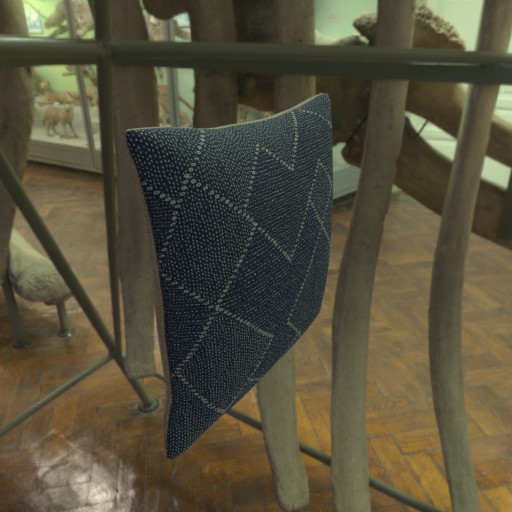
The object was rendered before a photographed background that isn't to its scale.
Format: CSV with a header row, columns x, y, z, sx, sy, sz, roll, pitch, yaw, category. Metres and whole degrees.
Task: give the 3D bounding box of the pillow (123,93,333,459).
x,y,z,sx,sy,sz,roll,pitch,yaw,category
0.000,0.000,0.662,0.148,0.428,0.435,16,30,30,pillow
